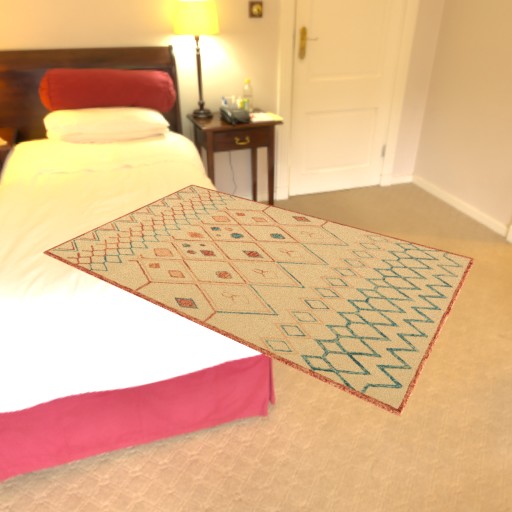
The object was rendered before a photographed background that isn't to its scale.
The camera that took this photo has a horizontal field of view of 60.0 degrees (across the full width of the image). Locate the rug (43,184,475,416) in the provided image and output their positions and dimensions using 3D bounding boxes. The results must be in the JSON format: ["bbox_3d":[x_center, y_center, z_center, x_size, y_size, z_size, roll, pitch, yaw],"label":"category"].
[{"bbox_3d":[0.000,0.000,2.946,2.438,0.015,1.524,18,35,29],"label":"rug"}]
